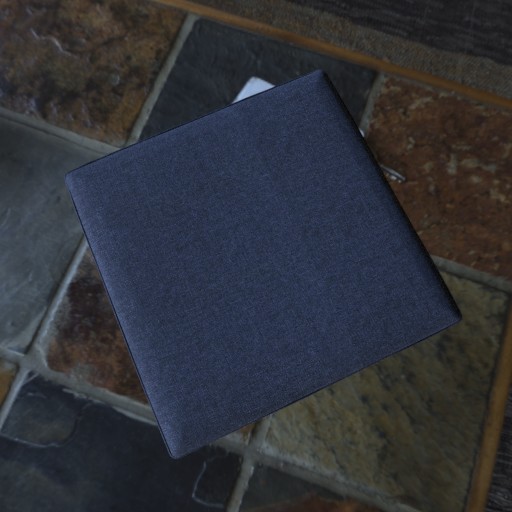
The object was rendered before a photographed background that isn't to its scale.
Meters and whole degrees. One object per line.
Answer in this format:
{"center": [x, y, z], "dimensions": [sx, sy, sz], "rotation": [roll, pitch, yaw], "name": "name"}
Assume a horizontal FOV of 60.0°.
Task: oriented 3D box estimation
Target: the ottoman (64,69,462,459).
{"center": [0.000, 0.000, 1.617], "dimensions": [1.017, 0.423, 1.023], "rotation": [-23, 78, -5], "name": "ottoman"}
